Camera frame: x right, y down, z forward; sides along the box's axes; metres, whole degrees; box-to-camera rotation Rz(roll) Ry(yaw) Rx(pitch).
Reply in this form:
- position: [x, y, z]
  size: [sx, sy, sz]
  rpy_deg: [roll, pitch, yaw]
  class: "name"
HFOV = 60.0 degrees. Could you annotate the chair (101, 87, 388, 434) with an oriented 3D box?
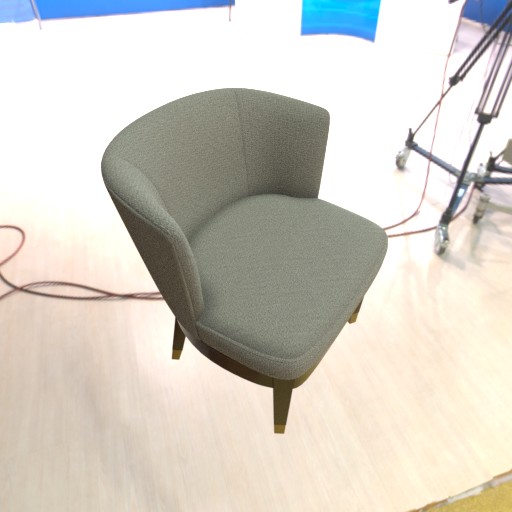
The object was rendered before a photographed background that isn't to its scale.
- position: [0.000, 0.000, 1.314]
  size: [0.660, 0.760, 0.700]
  rpy_deg: [24, 47, 24]
  class: "chair"
